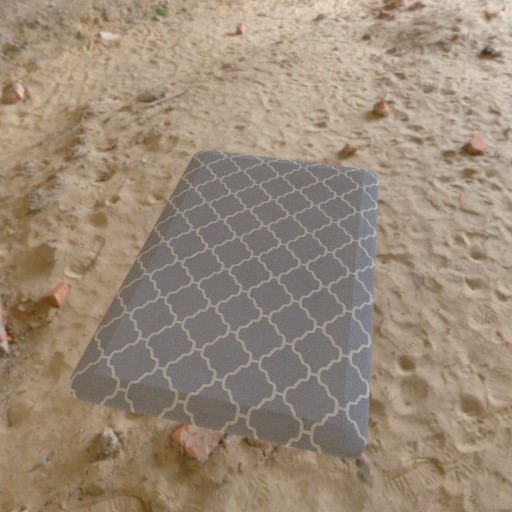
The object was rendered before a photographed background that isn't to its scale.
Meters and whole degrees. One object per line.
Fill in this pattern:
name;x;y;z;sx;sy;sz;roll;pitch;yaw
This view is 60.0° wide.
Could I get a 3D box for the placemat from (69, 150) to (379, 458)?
placemat;0.000;0.000;0.959;0.508;0.021;0.762;9;47;8
